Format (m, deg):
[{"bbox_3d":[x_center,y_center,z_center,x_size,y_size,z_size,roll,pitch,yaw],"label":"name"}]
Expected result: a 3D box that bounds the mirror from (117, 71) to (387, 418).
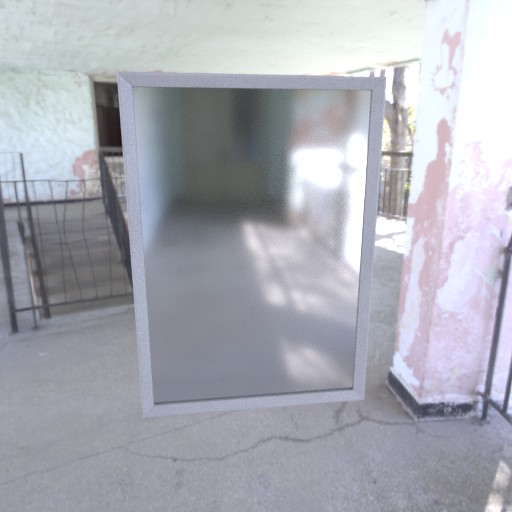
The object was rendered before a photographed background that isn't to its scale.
[{"bbox_3d":[0.000,0.000,0.935,0.507,0.710,0.039,-2,15,-8],"label":"mirror"}]
